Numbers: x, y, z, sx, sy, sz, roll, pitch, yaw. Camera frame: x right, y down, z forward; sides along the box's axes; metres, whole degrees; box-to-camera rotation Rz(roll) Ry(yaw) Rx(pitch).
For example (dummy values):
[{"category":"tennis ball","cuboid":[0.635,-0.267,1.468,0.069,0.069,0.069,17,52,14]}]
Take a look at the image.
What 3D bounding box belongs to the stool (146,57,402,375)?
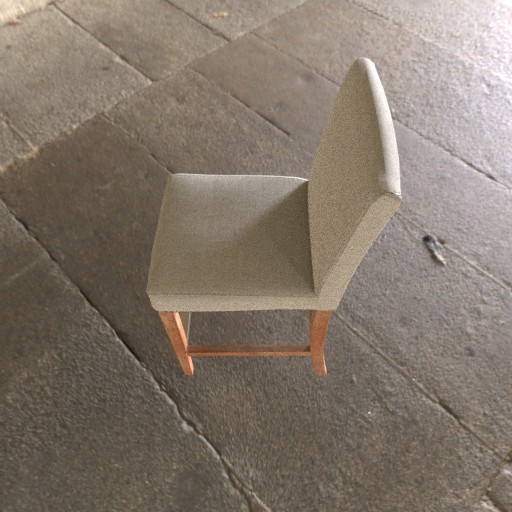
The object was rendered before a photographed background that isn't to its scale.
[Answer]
[{"category":"stool","cuboid":[0.000,0.000,1.375,0.570,1.088,0.439,1,58,0]}]
